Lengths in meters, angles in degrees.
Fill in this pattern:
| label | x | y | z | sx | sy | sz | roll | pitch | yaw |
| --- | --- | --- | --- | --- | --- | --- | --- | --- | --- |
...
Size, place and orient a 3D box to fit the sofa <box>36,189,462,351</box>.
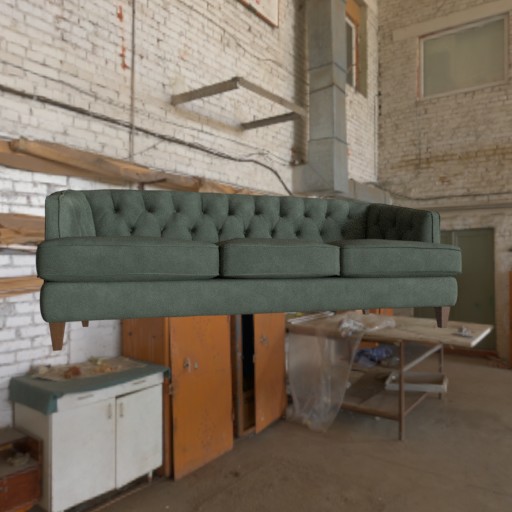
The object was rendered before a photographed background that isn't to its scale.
| label | x | y | z | sx | sy | sz | roll | pitch | yaw |
| --- | --- | --- | --- | --- | --- | --- | --- | --- | --- |
| sofa | 0.000 | 0.000 | 2.655 | 2.278 | 0.855 | 0.941 | 0 | -1 | -18 |
